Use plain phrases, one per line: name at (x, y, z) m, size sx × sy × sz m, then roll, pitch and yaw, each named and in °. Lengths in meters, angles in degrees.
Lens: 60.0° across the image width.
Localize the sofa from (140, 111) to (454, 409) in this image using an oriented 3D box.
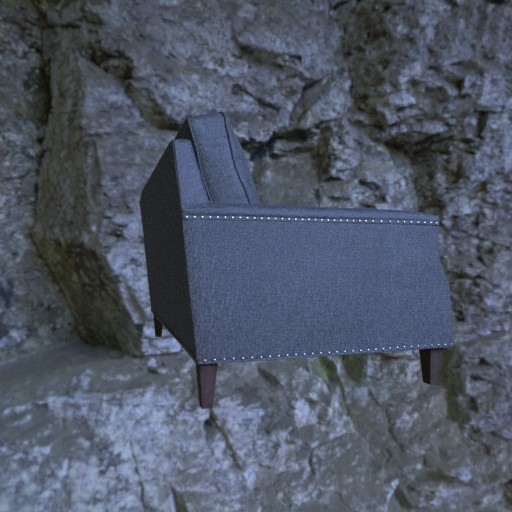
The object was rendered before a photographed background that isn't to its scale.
sofa at (0.000, 0.000, 2.258) m, size 1.084 × 1.003 × 1.597 m, roll 0°, pitch -1°, yaw -18°
